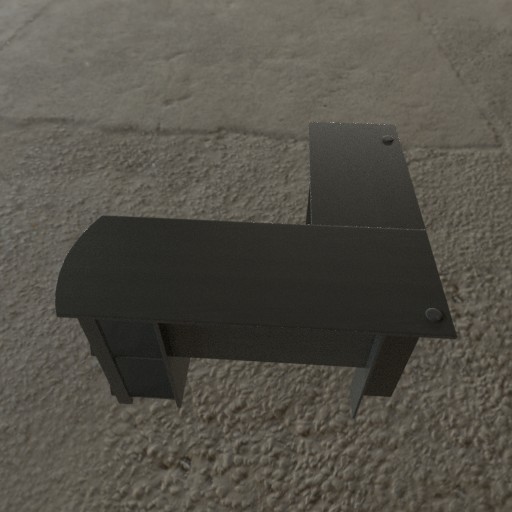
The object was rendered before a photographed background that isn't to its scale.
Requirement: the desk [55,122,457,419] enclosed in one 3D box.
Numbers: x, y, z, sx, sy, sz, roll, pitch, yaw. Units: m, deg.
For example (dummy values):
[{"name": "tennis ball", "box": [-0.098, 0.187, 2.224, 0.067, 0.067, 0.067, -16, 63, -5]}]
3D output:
[{"name": "desk", "box": [0.000, 0.000, 2.138, 1.361, 0.716, 1.303, 3, 46, 3]}]
